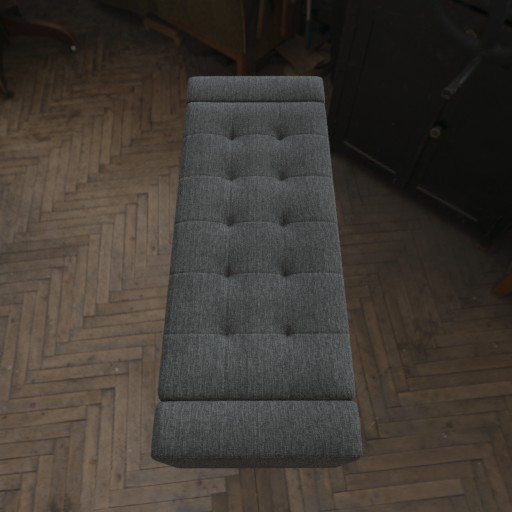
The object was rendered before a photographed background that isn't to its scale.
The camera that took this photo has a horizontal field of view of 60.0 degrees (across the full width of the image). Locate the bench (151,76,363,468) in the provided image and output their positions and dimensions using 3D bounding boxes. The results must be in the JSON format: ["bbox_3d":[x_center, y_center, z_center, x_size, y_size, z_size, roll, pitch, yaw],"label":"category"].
[{"bbox_3d":[0.000,0.000,1.514,0.508,0.445,1.296,0,62,0],"label":"bench"}]
